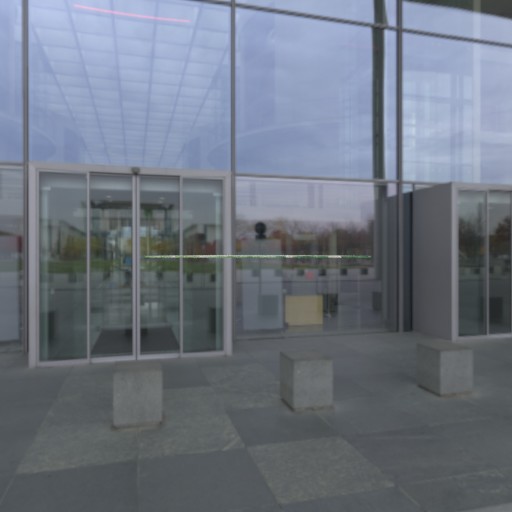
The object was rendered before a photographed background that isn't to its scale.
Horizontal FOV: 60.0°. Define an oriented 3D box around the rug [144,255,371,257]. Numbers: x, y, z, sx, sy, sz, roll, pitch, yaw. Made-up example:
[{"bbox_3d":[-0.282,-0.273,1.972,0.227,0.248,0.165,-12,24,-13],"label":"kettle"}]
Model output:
[{"bbox_3d":[0.000,0.000,2.698,0.761,0.006,2.438,0,0,0],"label":"rug"}]
